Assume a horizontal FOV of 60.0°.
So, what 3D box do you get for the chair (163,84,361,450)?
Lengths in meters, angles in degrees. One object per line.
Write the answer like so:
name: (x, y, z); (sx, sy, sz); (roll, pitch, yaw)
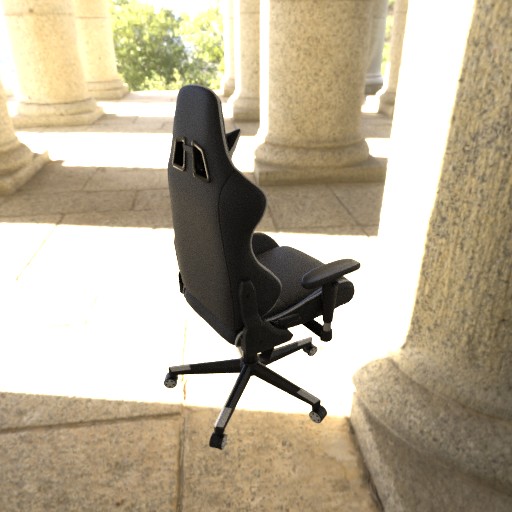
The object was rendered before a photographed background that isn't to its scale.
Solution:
chair: (0.000, 0.000, 1.676); (0.700, 1.240, 0.700); (-18, 32, -31)
